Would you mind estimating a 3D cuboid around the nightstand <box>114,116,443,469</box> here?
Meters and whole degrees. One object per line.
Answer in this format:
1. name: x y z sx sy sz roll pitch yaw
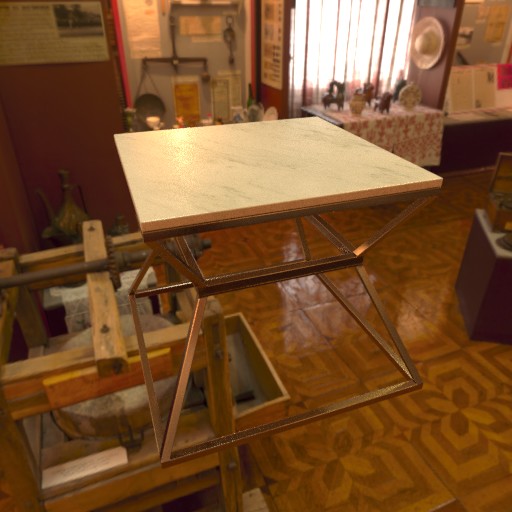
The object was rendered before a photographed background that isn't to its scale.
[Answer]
1. nightstand: 0.000 0.000 0.901 0.513 0.426 0.514 -10 32 -17
